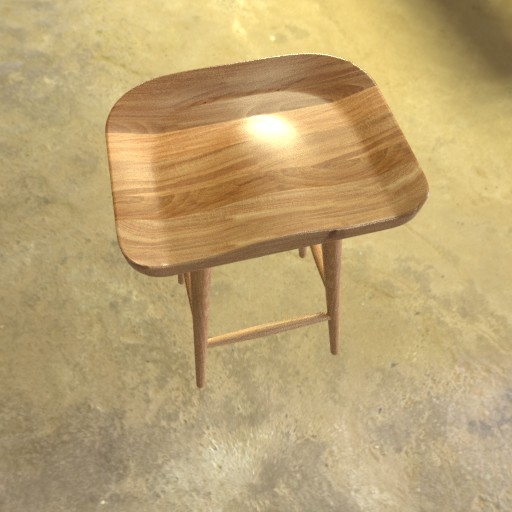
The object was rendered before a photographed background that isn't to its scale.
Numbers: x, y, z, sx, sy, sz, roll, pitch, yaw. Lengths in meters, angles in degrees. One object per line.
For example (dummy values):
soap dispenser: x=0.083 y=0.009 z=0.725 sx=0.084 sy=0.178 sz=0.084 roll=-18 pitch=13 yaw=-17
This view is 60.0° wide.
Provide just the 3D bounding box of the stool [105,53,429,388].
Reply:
stool: x=0.000 y=0.000 z=0.925 sx=0.407 sy=0.698 sz=0.322 roll=-12 pitch=63 yaw=-6
